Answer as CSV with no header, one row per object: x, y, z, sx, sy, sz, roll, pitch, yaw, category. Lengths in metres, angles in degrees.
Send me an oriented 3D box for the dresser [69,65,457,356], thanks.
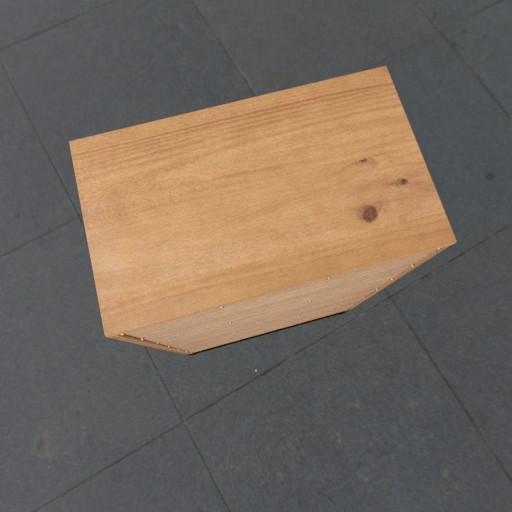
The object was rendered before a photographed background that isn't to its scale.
0.000,0.000,1.570,0.761,1.240,0.479,-15,76,-4,dresser
